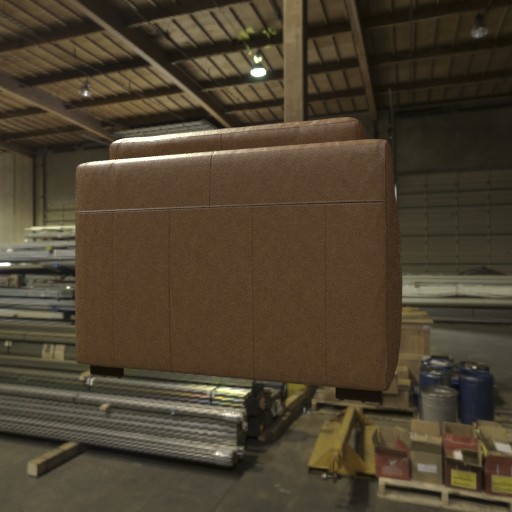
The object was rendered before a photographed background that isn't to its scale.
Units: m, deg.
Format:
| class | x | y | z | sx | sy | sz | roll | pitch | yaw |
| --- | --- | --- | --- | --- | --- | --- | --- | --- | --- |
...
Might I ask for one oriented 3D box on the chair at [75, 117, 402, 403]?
| class | x | y | z | sx | sy | sz | roll | pitch | yaw |
| --- | --- | --- | --- | --- | --- | --- | --- | --- | --- |
| chair | 0.000 | 0.000 | 2.035 | 1.276 | 0.978 | 1.050 | 0 | 0 | 18 |
